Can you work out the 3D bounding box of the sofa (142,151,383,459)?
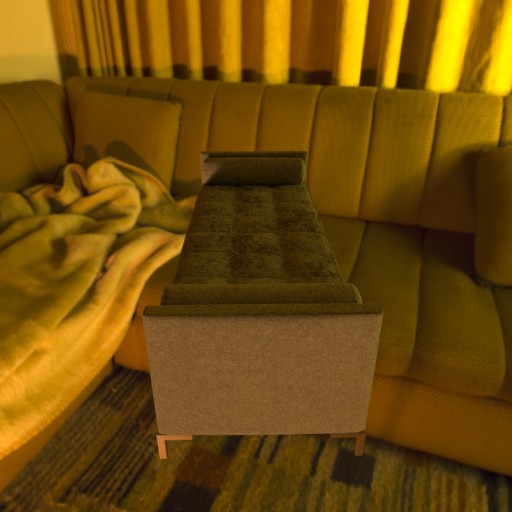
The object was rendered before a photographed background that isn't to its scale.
[{"bbox_3d":[0.000,0.000,2.464,0.797,0.657,2.102,0,27,-1],"label":"sofa"}]
